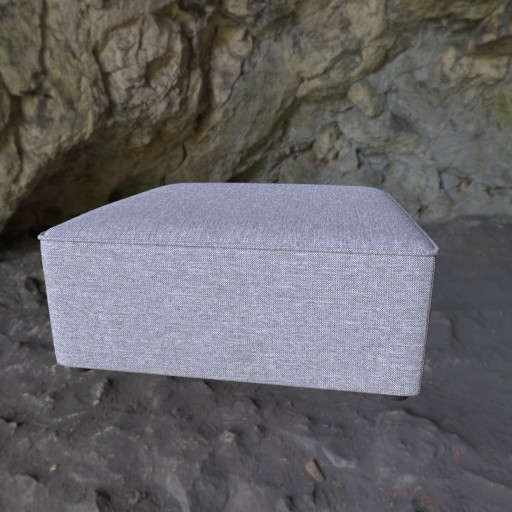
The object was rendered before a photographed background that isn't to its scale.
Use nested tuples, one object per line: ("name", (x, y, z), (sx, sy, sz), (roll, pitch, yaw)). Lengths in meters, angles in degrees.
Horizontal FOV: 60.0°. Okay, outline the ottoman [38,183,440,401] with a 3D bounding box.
("ottoman", (0.000, 0.000, 1.572), (1.005, 0.455, 1.005), (3, 16, 9))
